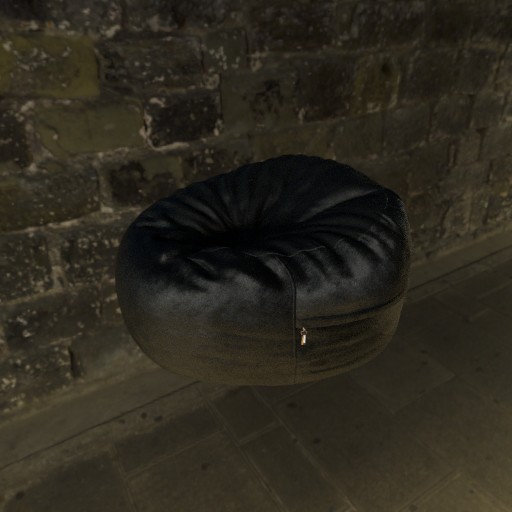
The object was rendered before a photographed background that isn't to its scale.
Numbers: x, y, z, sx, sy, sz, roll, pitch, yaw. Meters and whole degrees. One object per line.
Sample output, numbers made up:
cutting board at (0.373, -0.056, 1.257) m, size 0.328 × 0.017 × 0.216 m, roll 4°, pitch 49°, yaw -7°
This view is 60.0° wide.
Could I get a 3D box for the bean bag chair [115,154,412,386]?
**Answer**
bean bag chair at (0.000, 0.000, 2.469) m, size 1.524 × 0.878 × 1.524 m, roll -9°, pitch 30°, yaw -15°
